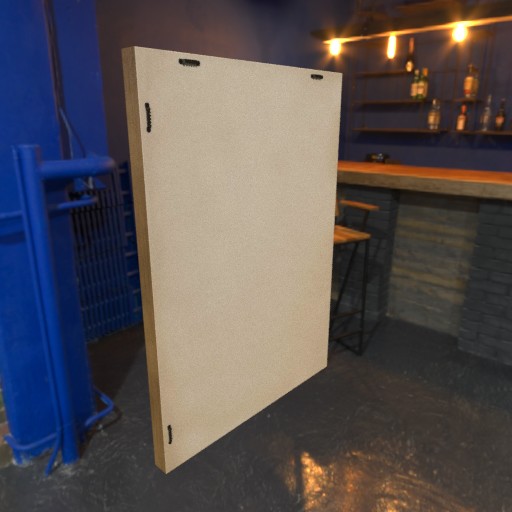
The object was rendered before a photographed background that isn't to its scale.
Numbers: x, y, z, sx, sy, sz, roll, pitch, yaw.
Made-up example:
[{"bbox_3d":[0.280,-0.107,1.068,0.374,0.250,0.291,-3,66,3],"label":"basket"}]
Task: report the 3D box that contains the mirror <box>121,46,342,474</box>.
[{"bbox_3d":[0.000,0.000,0.886,0.039,0.711,0.508,16,23,41],"label":"mirror"}]
